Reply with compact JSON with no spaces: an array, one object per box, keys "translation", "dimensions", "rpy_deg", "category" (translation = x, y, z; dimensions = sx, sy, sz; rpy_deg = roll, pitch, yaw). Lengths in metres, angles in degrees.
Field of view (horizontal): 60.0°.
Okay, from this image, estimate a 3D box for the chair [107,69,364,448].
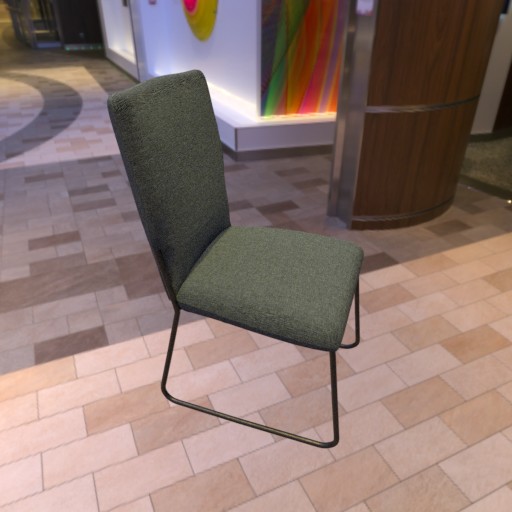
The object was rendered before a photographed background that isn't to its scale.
[{"translation":[0.000,0.000,1.277],"dimensions":[0.635,0.931,0.480],"rpy_deg":[10,33,16],"category":"chair"}]
